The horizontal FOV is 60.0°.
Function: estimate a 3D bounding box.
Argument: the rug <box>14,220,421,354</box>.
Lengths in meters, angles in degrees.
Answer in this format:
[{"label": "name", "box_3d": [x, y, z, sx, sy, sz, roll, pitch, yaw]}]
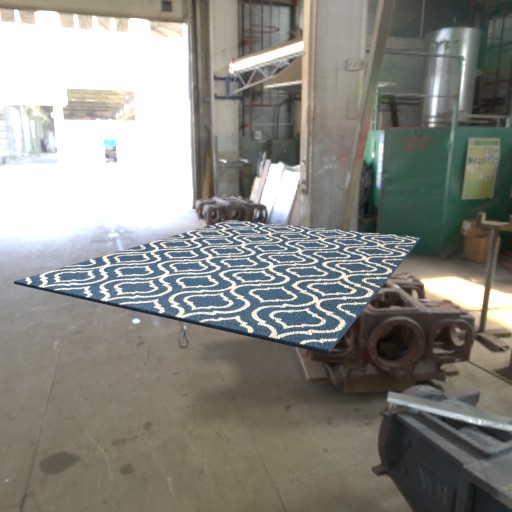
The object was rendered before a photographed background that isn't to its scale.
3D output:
[{"label": "rug", "box_3d": [0.000, 0.000, 3.778, 2.270, 0.020, 2.881, 7, 16, 27]}]
